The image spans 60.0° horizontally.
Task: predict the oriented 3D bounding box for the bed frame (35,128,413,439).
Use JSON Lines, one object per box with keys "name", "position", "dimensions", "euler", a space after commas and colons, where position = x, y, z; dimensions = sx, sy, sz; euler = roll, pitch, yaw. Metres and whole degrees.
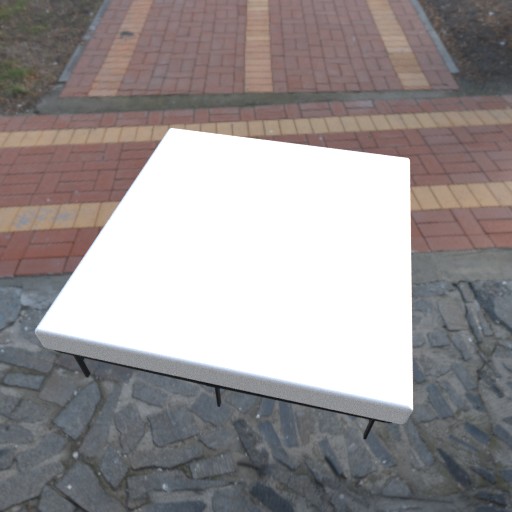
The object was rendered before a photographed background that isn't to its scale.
{"name": "bed frame", "position": [0.000, 0.000, 3.019], "dimensions": [1.935, 0.525, 2.033], "euler": [9, 48, 9]}
